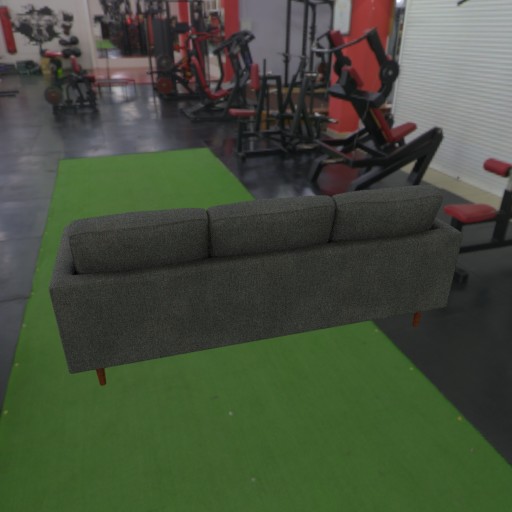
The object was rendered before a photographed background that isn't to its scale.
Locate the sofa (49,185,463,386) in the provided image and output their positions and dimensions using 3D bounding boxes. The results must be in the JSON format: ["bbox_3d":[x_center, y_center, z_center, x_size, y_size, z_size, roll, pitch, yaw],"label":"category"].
[{"bbox_3d":[0.000,0.000,2.742,2.246,0.930,0.903,-7,28,-14],"label":"sofa"}]
